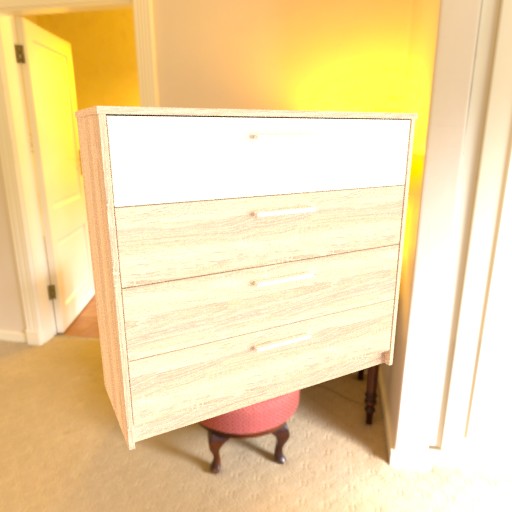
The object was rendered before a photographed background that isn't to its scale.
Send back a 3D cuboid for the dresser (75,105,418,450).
[{"bbox_3d":[0.000,0.000,1.460,0.980,0.900,0.380,-8,18,-27],"label":"dresser"}]
